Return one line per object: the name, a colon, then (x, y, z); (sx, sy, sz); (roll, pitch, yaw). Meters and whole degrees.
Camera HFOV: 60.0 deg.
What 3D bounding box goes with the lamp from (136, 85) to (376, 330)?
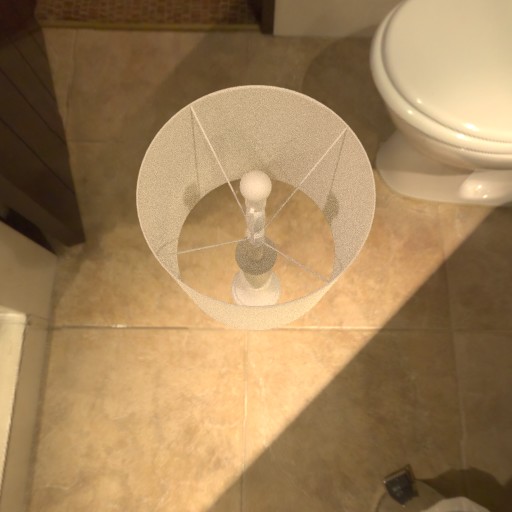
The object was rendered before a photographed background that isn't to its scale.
lamp: (0.000, 0.000, 0.731); (0.250, 0.597, 0.250); (-35, 78, -9)
